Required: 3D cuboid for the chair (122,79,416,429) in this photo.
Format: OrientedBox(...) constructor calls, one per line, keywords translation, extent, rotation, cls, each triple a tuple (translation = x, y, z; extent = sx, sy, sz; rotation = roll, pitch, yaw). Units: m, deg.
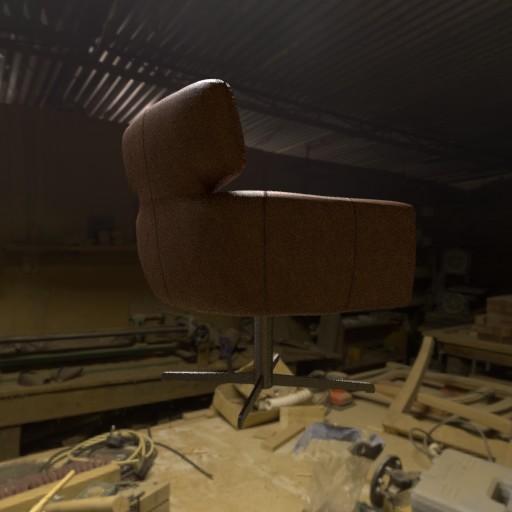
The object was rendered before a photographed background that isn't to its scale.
OrientedBox(translation=(0.000, 0.000, 1.357), extent=(0.715, 0.812, 0.706), rotation=(0, 1, -34), cls="chair")
